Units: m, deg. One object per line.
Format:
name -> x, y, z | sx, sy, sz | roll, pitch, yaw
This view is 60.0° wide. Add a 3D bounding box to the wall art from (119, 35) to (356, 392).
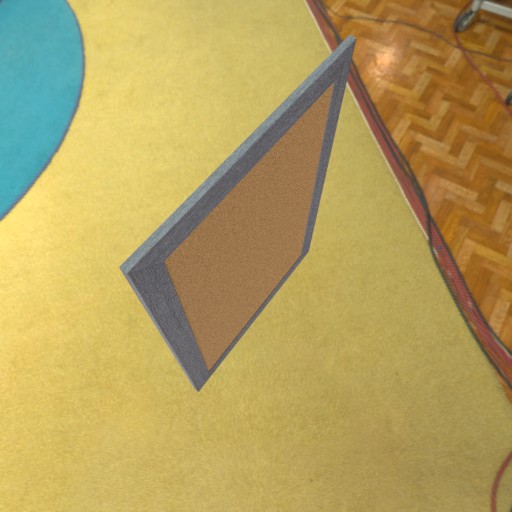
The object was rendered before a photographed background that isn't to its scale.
wall art -> 0.000, 0.000, 1.383 | 0.020, 1.070, 0.768 | 34, 67, 16
